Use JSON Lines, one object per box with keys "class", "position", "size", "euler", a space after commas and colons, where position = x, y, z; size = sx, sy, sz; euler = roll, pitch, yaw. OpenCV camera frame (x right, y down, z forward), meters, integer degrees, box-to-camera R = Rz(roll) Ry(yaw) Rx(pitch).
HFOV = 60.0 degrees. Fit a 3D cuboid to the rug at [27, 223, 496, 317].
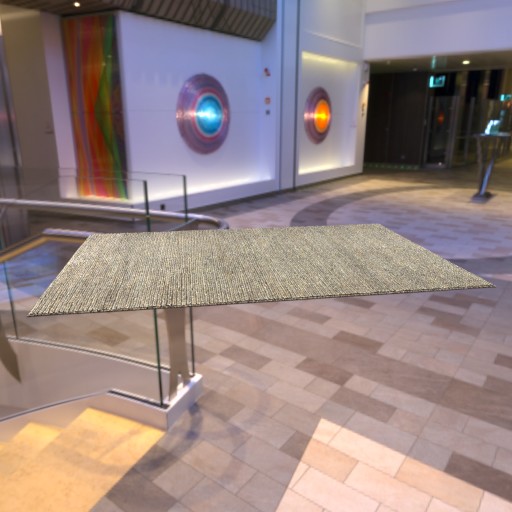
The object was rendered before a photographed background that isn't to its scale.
{"class": "rug", "position": [0.000, 0.000, 2.985], "size": [2.443, 0.021, 1.538], "euler": [-3, 17, -9]}
